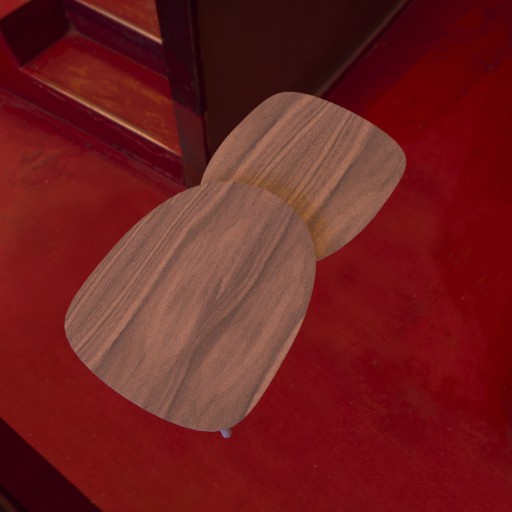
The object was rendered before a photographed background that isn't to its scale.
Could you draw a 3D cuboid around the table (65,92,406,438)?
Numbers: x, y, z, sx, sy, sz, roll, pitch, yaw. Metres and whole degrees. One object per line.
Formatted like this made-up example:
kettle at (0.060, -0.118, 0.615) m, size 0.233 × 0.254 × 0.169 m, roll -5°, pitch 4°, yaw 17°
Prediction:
table at (0.000, 0.000, 1.373) m, size 0.527 × 0.429 × 1.084 m, roll 31°, pitch 67°, yaw 15°
